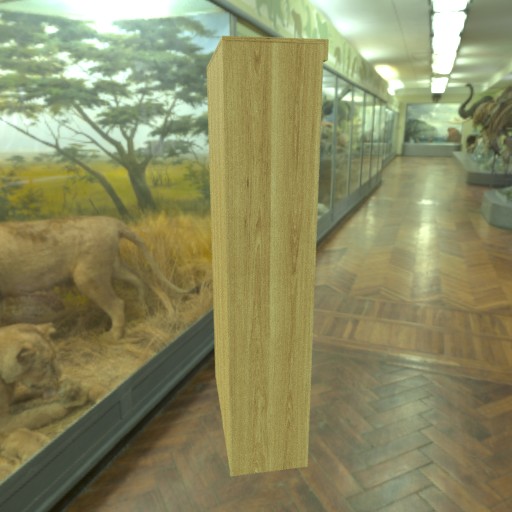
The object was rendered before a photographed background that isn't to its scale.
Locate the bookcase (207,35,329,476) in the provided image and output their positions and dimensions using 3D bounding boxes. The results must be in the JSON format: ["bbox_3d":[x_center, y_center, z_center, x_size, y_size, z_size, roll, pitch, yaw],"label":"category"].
[{"bbox_3d":[0.000,0.000,2.433,0.420,2.020,0.950,-3,16,-9],"label":"bookcase"}]
